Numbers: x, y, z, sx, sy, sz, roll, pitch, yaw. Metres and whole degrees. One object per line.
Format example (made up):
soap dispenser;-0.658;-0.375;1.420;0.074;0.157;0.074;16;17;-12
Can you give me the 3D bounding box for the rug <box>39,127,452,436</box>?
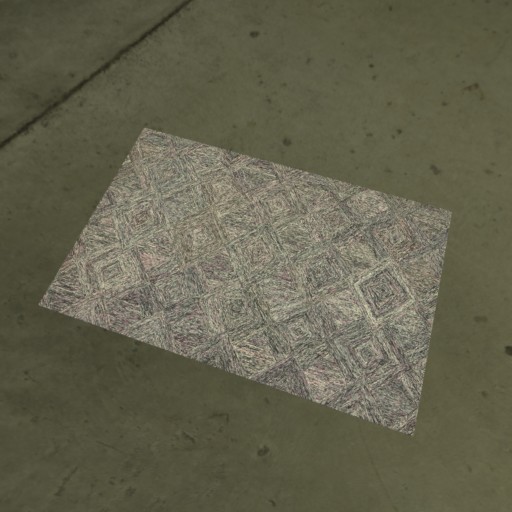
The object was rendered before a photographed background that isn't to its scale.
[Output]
rug;0.000;0.000;2.861;2.298;0.017;1.501;17;65;8
